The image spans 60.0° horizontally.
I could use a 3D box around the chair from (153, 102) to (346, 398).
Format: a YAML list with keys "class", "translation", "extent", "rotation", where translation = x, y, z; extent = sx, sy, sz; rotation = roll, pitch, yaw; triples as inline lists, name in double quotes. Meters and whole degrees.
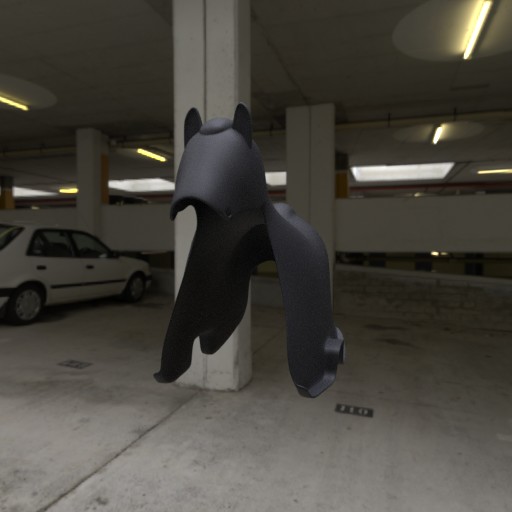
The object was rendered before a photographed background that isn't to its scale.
- class: "chair"
  translation: [0.000, 0.000, 1.140]
  extent: [0.429, 0.612, 0.800]
  rotation: [0, 2, 17]
